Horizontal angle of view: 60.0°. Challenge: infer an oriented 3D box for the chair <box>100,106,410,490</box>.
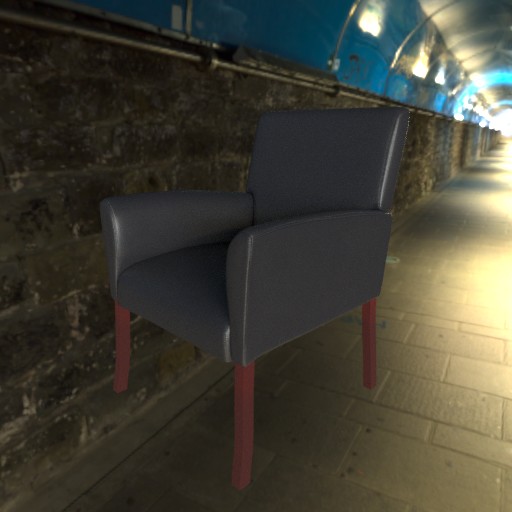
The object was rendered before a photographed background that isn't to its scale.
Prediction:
[{"bbox_3d":[0.000,0.000,1.474,0.683,0.951,0.772,15,22,42],"label":"chair"}]
